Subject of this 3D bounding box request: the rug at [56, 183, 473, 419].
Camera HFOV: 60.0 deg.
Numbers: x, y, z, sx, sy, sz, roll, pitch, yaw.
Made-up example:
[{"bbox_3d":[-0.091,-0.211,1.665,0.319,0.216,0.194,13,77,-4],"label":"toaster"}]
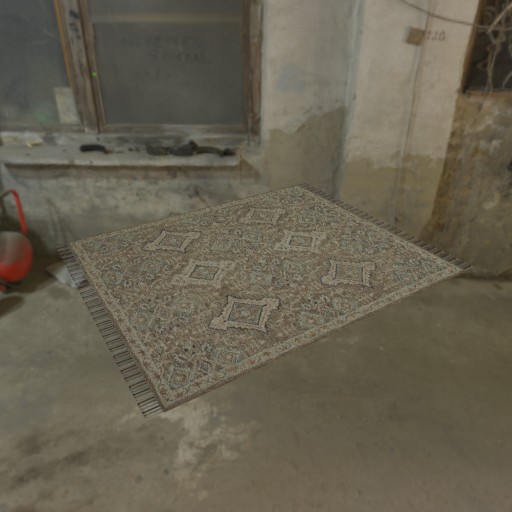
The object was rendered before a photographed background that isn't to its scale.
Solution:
[{"bbox_3d":[0.000,0.000,4.119,3.056,0.010,2.437,-18,35,-28],"label":"rug"}]
